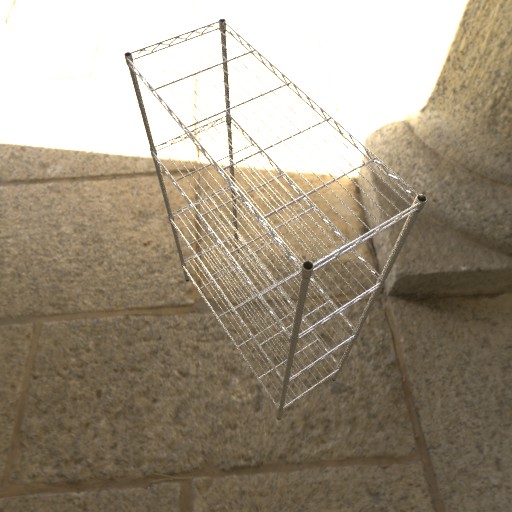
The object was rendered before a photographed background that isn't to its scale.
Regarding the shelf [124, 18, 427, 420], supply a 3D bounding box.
[{"bbox_3d":[0.000,0.000,1.736,0.352,1.360,0.907,-29,62,-17],"label":"shelf"}]
